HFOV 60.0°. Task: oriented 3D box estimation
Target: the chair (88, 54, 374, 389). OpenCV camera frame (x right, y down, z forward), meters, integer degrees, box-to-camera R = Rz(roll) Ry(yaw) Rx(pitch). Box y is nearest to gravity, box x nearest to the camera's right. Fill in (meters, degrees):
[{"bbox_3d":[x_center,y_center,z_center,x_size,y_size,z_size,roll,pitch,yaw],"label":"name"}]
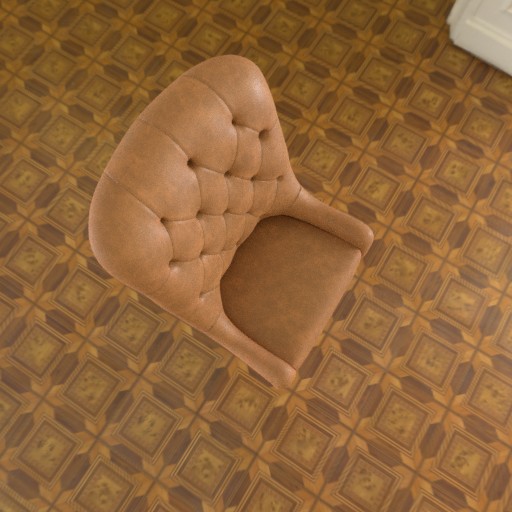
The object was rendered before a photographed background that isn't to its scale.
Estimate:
[{"bbox_3d":[0.000,0.000,1.441,0.629,1.091,0.634,31,76,8],"label":"chair"}]
